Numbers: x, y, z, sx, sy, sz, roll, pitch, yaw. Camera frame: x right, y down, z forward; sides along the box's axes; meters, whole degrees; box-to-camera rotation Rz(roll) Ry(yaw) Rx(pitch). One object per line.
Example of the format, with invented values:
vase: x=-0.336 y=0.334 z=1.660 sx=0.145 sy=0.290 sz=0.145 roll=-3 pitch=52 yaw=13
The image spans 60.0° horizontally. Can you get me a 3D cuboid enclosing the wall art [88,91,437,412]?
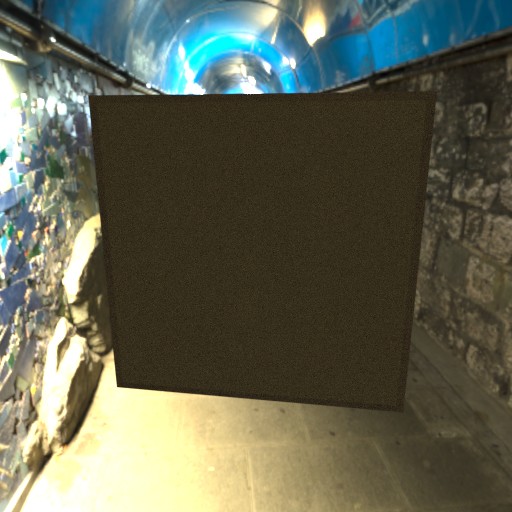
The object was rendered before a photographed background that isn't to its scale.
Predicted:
wall art: x=0.000 y=0.000 z=0.443 sx=0.304 sy=0.303 sz=0.038 roll=2 pitch=16 yaw=8
